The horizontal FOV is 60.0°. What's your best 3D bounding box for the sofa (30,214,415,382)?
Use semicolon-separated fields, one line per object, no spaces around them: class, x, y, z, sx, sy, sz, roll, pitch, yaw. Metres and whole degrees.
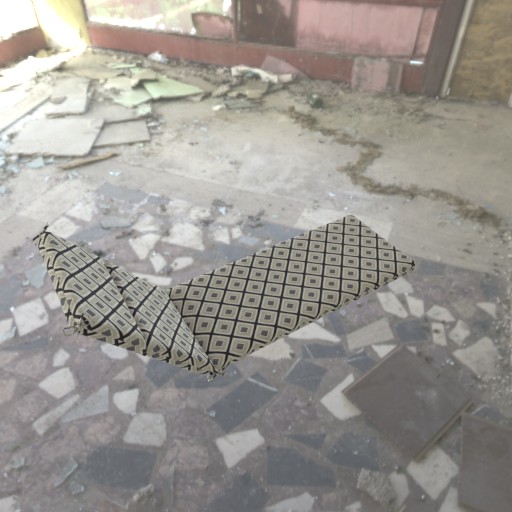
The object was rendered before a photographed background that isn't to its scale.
sofa;0.000;0.000;1.986;1.663;0.622;0.582;-22;46;-23
